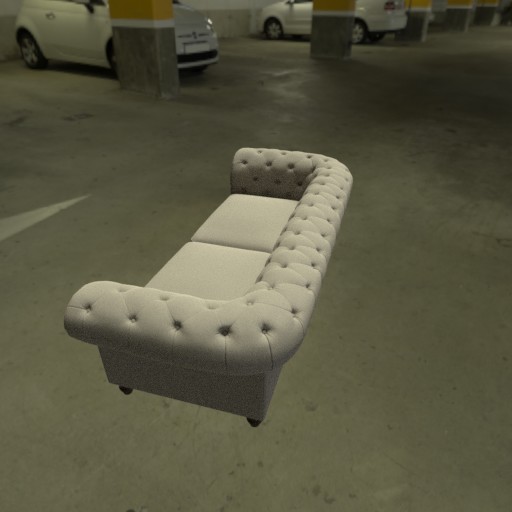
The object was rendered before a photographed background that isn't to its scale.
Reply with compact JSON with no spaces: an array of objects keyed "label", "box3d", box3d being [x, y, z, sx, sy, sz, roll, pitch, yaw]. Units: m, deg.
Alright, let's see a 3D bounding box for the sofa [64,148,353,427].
[{"label":"sofa","box3d":[0.000,0.000,2.822,0.991,0.749,2.411,9,31,15]}]
